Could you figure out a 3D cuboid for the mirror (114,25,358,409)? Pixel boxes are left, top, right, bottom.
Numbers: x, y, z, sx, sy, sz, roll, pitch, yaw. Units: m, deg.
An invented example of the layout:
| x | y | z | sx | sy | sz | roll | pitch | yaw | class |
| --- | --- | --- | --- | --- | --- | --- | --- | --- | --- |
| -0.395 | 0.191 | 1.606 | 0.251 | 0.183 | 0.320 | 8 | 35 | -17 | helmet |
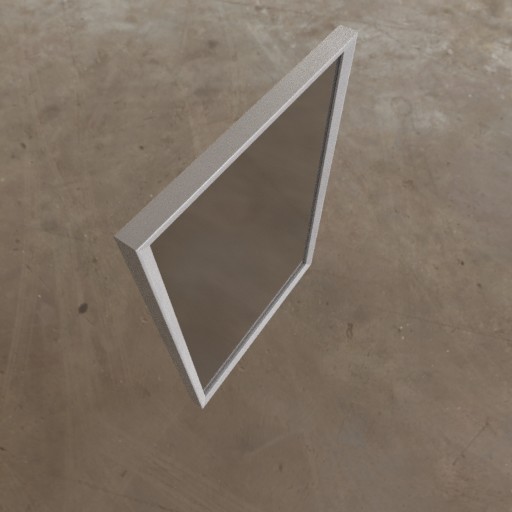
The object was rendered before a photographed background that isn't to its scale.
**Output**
| x | y | z | sx | sy | sz | roll | pitch | yaw | class |
| --- | --- | --- | --- | --- | --- | --- | --- | --- | --- |
| 0.000 | 0.000 | 0.897 | 0.039 | 0.710 | 0.507 | 31 | 63 | 18 | mirror |
